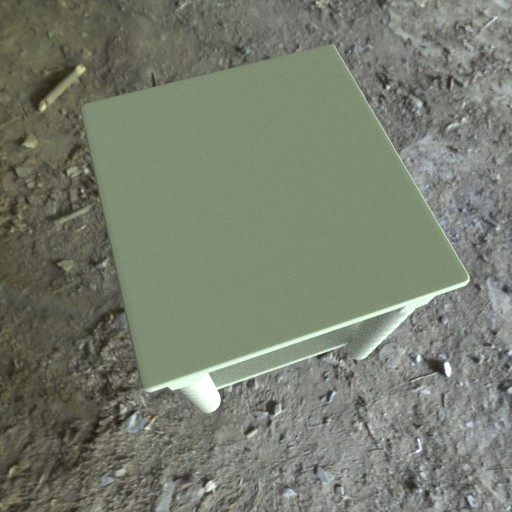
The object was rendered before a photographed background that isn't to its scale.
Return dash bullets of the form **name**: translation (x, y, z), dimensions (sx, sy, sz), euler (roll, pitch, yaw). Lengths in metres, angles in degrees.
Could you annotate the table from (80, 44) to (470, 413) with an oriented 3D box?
- **table**: translation (0.000, 0.000, 0.984), dimensions (0.500, 0.563, 0.533), euler (-17, 66, -8)
